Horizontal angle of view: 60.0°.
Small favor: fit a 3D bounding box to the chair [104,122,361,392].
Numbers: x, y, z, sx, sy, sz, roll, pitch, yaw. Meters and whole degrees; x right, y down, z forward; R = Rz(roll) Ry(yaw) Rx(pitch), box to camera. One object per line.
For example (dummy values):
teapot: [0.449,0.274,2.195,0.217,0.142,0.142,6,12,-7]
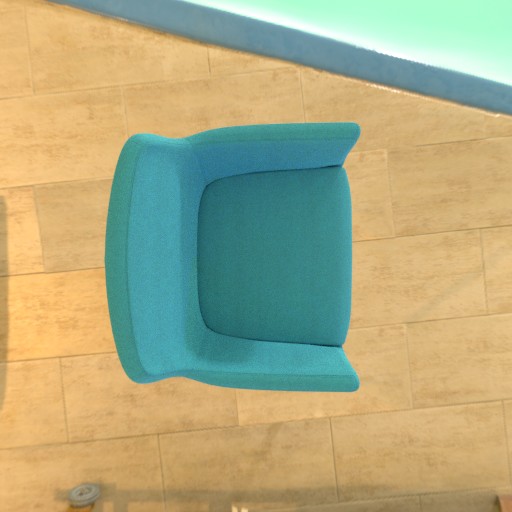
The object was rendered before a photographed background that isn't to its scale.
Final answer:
chair: [0.000,0.000,1.169,0.540,0.780,0.570,0,91,0]
